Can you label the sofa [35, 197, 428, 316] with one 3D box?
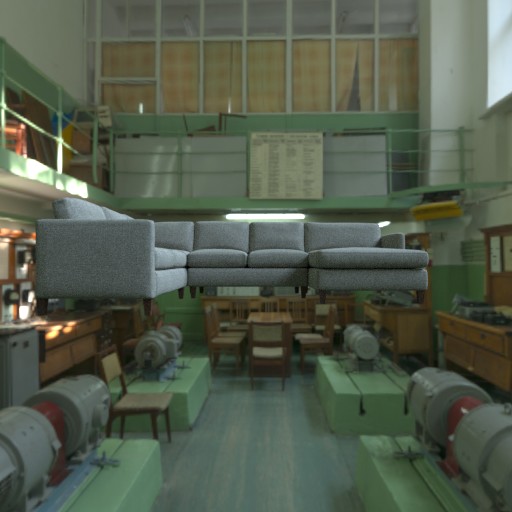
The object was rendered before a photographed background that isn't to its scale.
[{"bbox_3d":[0.000,0.000,4.681,3.460,0.959,2.593,0,-1,0],"label":"sofa"}]
